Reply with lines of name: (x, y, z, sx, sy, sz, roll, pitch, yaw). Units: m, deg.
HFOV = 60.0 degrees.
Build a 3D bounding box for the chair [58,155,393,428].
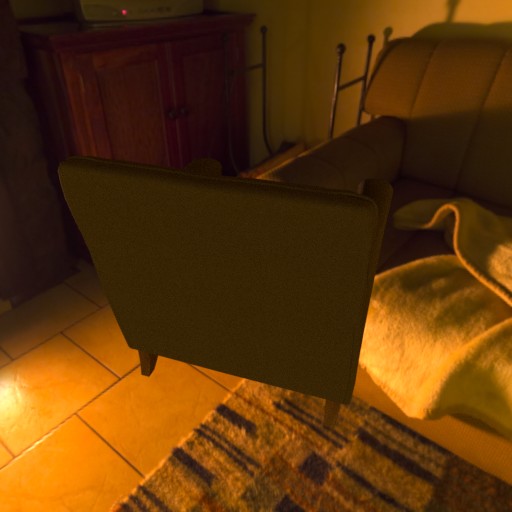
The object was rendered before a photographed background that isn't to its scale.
chair: (0.000, 0.000, 1.558, 0.836, 0.911, 0.831, 10, 35, 15)
